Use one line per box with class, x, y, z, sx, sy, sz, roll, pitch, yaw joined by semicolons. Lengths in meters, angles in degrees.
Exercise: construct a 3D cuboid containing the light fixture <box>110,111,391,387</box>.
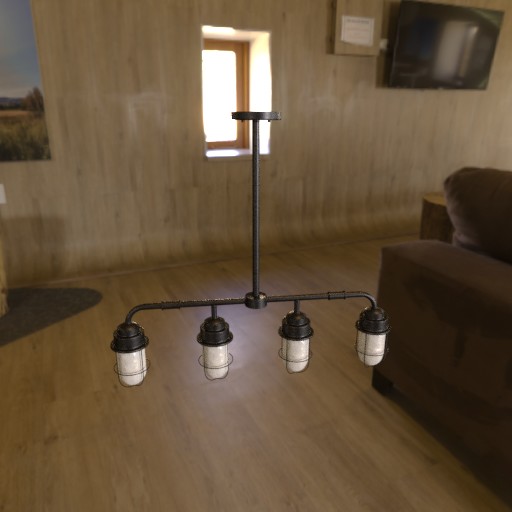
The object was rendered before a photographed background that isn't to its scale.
light fixture;0.000;0.000;1.268;0.852;0.785;0.131;-3;18;-8
